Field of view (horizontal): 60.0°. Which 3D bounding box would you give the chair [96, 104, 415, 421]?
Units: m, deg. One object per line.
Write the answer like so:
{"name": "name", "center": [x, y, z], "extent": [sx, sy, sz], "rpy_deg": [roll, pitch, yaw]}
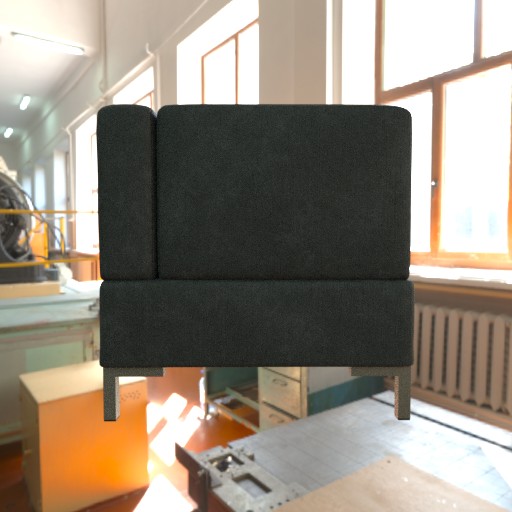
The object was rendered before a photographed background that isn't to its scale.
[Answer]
{"name": "chair", "center": [0.000, 0.000, 1.231], "extent": [0.680, 0.660, 0.680], "rpy_deg": [0, 2, -1]}
